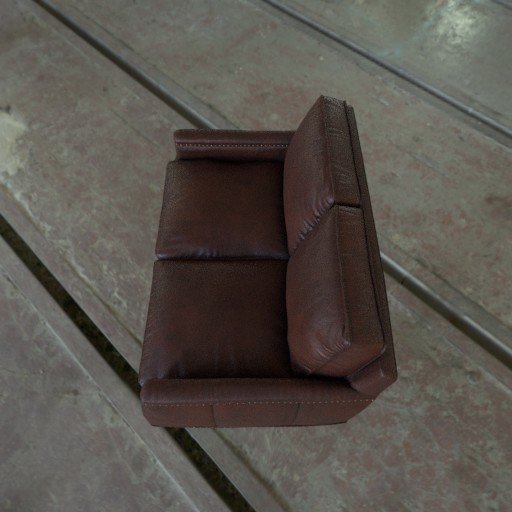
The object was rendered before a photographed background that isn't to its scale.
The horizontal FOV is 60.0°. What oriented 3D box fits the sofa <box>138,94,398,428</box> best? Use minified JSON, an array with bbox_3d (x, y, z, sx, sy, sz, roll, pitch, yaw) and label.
[{"bbox_3d":[0.000,0.000,2.333,1.083,1.003,1.628,0,59,0],"label":"sofa"}]
